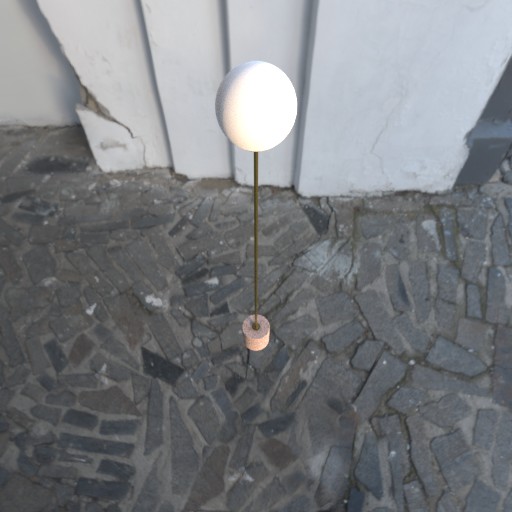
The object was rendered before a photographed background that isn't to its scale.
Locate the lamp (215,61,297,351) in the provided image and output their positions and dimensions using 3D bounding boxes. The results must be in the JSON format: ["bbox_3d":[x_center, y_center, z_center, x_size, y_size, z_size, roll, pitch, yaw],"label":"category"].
[{"bbox_3d":[0.000,0.000,1.869,0.229,1.748,0.229,14,58,9],"label":"lamp"}]
